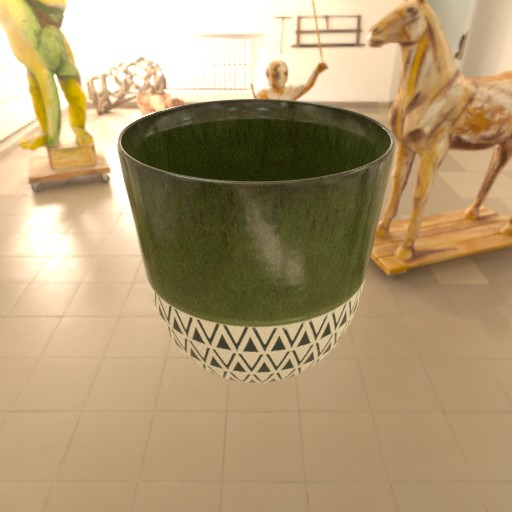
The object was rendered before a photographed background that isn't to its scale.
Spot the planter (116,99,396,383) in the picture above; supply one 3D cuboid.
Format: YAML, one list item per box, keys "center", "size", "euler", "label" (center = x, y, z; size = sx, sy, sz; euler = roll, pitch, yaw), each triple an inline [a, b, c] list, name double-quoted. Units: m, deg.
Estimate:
- center: [0.000, 0.000, 0.473]
  size: [0.245, 0.270, 0.245]
  euler: [0, 32, 0]
  label: "planter"
